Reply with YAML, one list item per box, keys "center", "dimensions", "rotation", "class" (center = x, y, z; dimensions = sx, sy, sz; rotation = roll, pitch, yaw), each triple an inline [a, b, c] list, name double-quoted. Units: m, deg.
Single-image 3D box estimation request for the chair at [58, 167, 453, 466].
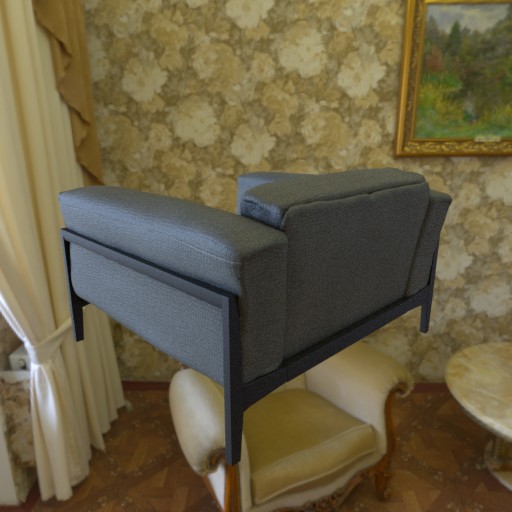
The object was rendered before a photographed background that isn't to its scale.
- center: [0.000, 0.000, 1.618]
  dimensions: [1.056, 0.646, 0.969]
  rotation: [-16, 23, -42]
  class: "chair"
